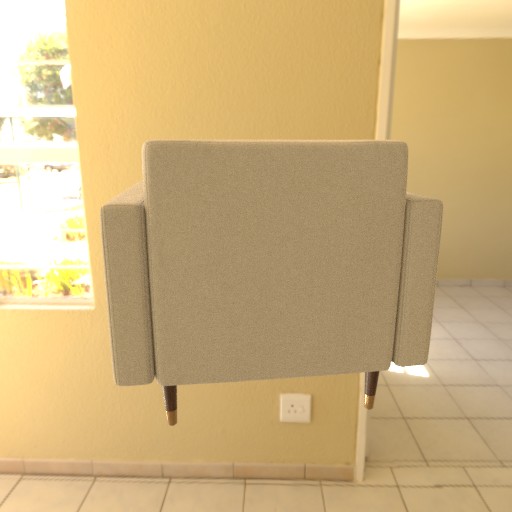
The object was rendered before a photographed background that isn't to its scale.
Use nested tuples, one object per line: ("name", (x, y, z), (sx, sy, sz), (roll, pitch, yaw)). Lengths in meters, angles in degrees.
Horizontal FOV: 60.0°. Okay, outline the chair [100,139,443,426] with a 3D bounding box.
("chair", (0.000, 0.000, 1.639), (0.953, 0.819, 0.998), (-2, 14, -8))
